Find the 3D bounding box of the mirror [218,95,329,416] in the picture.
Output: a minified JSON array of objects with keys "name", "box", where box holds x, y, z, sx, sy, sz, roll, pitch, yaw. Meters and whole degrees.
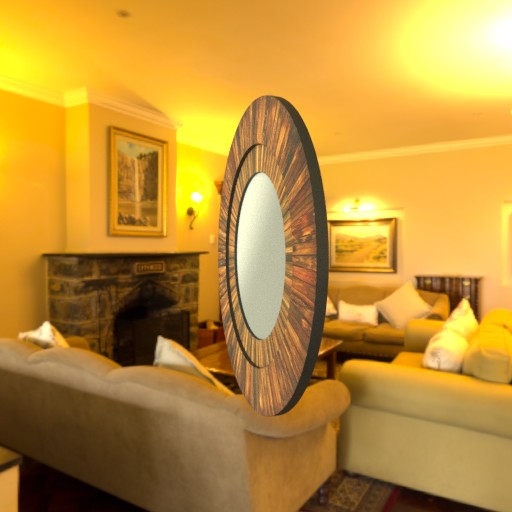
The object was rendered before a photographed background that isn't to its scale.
[{"name":"mirror","box":[0.000,0.000,1.577,0.036,1.077,1.077,0,1,-17]}]
